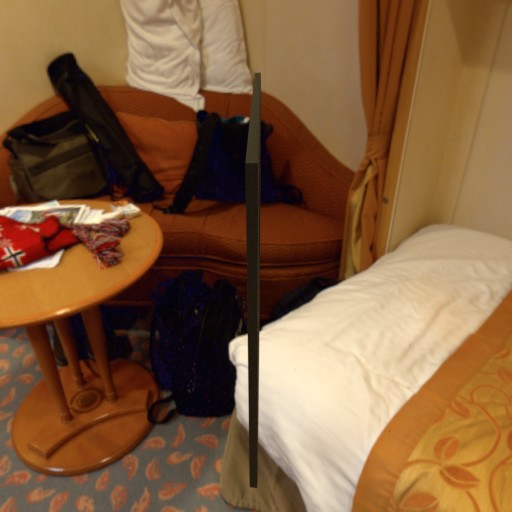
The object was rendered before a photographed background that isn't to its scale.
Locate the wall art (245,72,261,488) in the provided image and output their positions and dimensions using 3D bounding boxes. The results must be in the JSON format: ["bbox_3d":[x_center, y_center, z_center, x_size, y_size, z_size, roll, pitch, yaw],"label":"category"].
[{"bbox_3d":[0.000,0.000,0.978,0.016,0.659,0.663,0,31,1],"label":"wall art"}]
